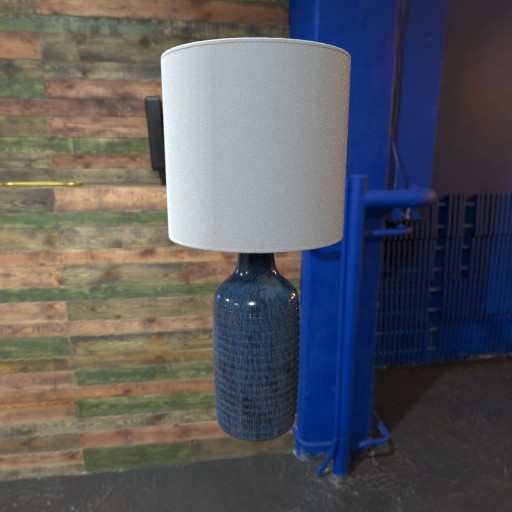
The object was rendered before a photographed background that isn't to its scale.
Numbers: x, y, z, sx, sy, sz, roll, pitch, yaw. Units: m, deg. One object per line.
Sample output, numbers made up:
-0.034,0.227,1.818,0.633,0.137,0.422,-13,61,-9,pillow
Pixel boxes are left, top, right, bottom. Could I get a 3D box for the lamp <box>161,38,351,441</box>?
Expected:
0.000,0.000,0.579,0.220,0.475,0.220,-2,13,-7,lamp
